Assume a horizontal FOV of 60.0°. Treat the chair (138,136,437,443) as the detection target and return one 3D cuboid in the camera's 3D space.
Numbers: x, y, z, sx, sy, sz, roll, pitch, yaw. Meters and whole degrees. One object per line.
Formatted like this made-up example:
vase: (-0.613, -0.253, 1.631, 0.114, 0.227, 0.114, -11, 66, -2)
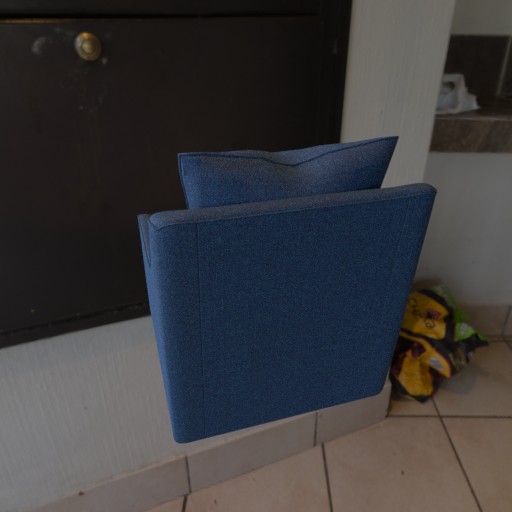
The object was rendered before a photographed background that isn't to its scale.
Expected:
chair: (0.000, 0.000, 1.571, 0.750, 0.939, 0.870, -8, 29, -15)
